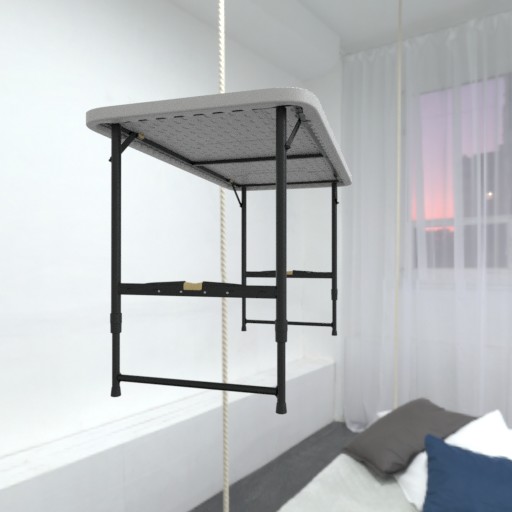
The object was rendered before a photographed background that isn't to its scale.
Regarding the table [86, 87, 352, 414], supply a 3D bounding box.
[{"bbox_3d":[0.000,0.000,1.617,0.610,0.737,1.219,0,0,17],"label":"table"}]
